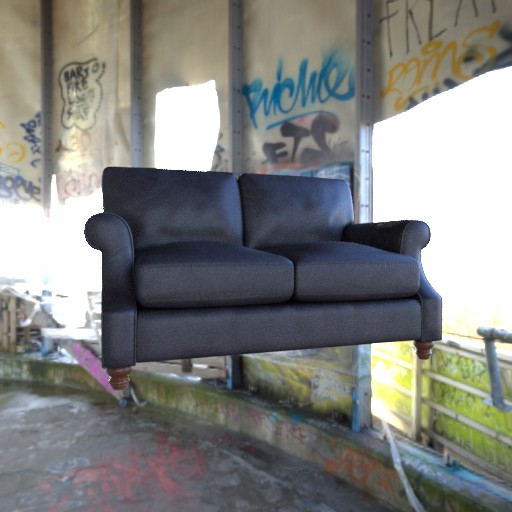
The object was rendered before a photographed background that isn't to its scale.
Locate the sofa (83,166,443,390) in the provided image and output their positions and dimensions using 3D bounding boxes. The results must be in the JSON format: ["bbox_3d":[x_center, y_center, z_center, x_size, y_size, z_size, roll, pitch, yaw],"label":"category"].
[{"bbox_3d":[0.000,0.000,2.314,1.663,0.979,1.030,0,1,-19],"label":"sofa"}]
